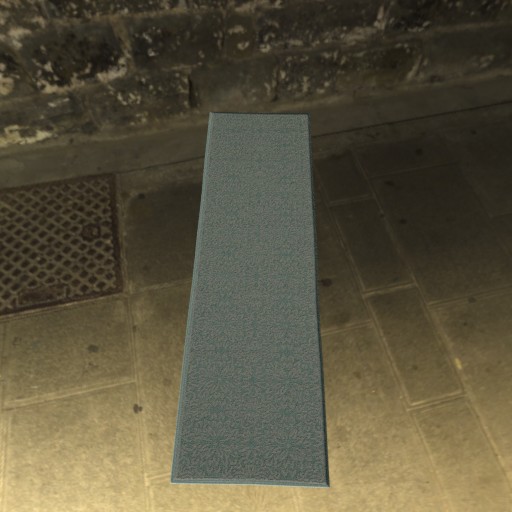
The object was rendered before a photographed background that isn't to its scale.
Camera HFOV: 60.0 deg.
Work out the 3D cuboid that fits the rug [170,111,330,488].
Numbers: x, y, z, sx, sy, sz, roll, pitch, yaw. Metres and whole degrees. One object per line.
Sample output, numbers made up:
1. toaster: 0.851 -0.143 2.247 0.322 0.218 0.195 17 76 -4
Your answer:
1. rug: 0.000 0.000 2.382 0.662 0.011 2.196 1 60 1
